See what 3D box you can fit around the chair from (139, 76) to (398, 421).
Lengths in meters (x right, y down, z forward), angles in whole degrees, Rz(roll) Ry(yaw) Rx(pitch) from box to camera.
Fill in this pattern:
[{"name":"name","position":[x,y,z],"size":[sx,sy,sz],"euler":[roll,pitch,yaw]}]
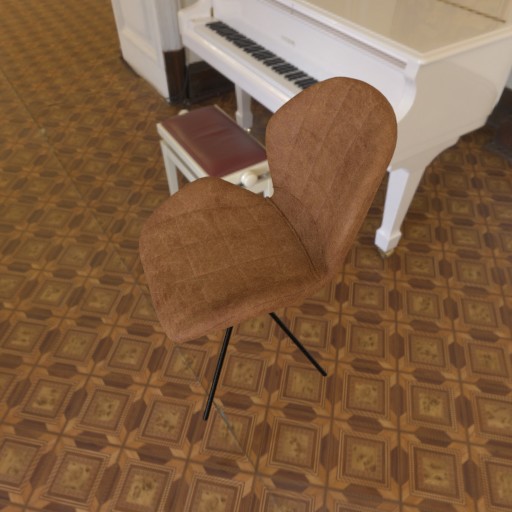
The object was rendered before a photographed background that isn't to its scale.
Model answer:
[{"name":"chair","position":[0.000,0.000,1.307],"size":[0.640,0.929,0.527],"euler":[-16,49,-14]}]
